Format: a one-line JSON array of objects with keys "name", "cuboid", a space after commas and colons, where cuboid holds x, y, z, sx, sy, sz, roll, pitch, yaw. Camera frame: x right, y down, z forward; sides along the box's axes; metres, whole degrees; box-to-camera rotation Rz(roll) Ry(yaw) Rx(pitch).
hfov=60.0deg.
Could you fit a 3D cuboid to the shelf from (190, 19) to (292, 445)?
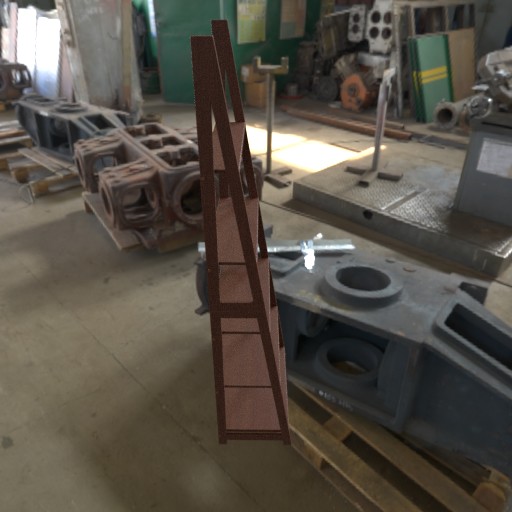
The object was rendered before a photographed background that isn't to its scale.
[{"name": "shelf", "cuboid": [0.000, 0.000, 1.919, 0.350, 1.770, 0.600, 0, 32, 1]}]
